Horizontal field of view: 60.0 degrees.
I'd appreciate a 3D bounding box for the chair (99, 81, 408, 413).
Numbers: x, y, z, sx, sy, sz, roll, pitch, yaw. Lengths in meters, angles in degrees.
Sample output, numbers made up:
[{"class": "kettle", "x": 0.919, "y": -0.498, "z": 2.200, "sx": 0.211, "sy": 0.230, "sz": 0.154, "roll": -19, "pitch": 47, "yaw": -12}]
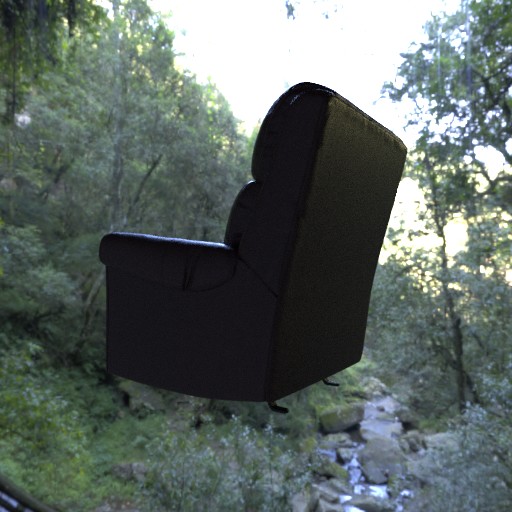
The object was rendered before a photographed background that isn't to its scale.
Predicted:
[{"class": "chair", "x": 0.000, "y": 0.000, "z": 1.790, "sx": 1.014, "sy": 1.054, "sz": 0.838, "roll": -1, "pitch": -1, "yaw": 35}]
